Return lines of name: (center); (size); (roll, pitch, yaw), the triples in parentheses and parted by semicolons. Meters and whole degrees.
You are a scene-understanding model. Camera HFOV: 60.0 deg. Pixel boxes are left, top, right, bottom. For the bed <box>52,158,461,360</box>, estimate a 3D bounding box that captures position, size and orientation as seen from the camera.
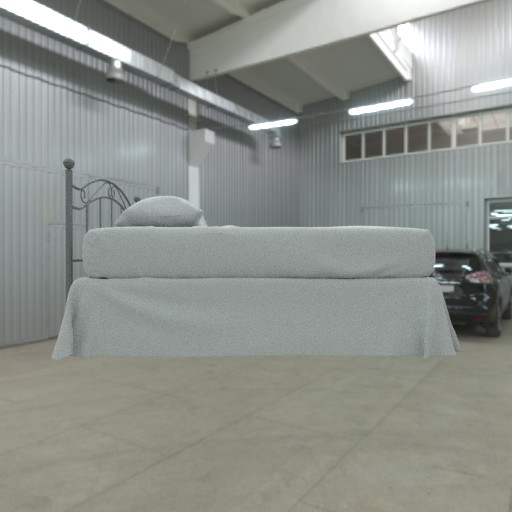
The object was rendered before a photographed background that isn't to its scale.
bed: (0.000, 0.000, 3.267); (2.215, 1.080, 1.936); (0, 0, -2)
